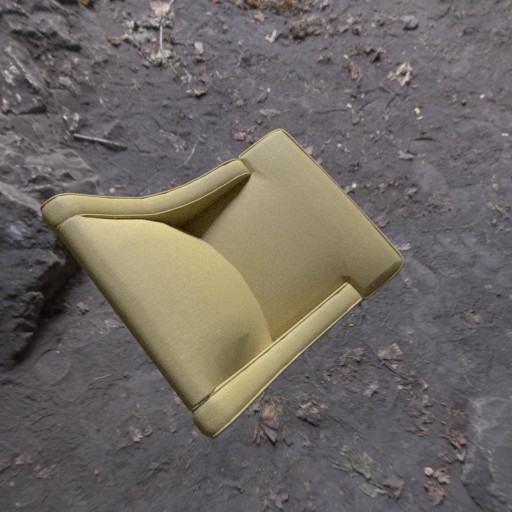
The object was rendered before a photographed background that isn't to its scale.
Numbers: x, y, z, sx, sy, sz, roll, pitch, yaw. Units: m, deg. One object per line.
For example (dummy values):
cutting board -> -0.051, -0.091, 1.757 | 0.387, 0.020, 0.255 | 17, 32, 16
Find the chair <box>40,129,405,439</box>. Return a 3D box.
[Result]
chair -> 0.000, 0.000, 1.477 | 0.814, 0.896, 0.696 | -39, 79, -9
